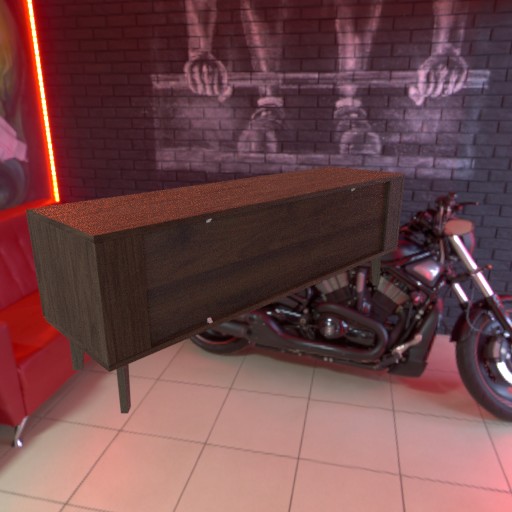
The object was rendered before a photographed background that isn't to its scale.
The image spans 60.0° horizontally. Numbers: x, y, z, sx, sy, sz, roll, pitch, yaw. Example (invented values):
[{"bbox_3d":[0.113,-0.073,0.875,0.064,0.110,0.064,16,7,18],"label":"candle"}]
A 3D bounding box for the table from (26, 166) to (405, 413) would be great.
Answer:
[{"bbox_3d":[0.000,0.000,1.636,0.405,0.508,1.397,17,25,42],"label":"table"}]
